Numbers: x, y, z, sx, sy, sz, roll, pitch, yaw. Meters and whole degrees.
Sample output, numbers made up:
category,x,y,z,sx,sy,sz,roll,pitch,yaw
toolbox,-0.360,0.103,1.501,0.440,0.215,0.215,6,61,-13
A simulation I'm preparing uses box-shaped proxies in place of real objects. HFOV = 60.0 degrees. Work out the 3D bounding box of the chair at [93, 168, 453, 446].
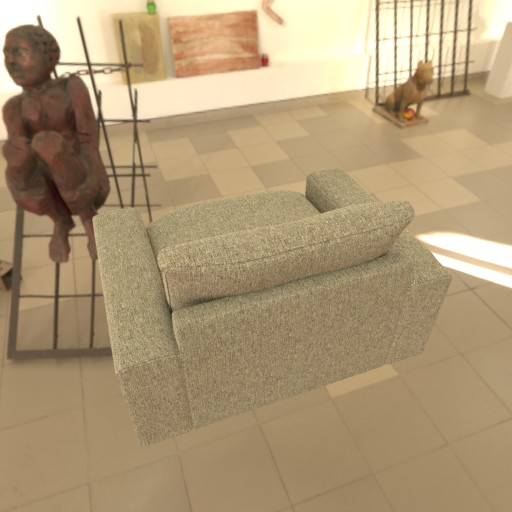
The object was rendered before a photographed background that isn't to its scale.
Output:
category,x,y,z,sx,sy,sz,roll,pitch,yaw
chair,0.000,0.000,2.112,1.398,0.915,1.039,-13,42,-15
